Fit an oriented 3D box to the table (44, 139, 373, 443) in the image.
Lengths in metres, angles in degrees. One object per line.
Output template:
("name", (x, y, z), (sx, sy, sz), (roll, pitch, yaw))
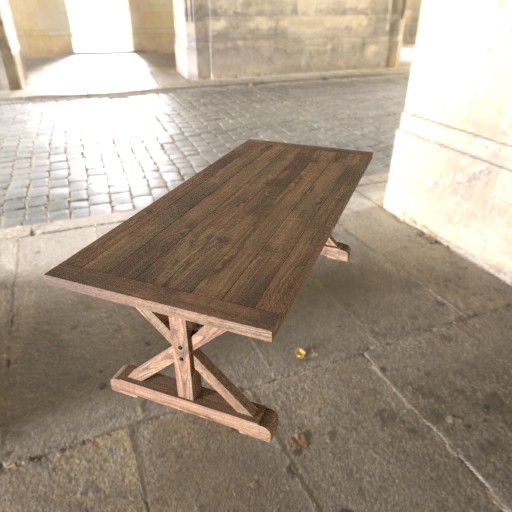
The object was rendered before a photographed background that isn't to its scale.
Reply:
("table", (0.000, 0.000, 2.511), (0.907, 0.733, 2.031), (11, 32, 19))
